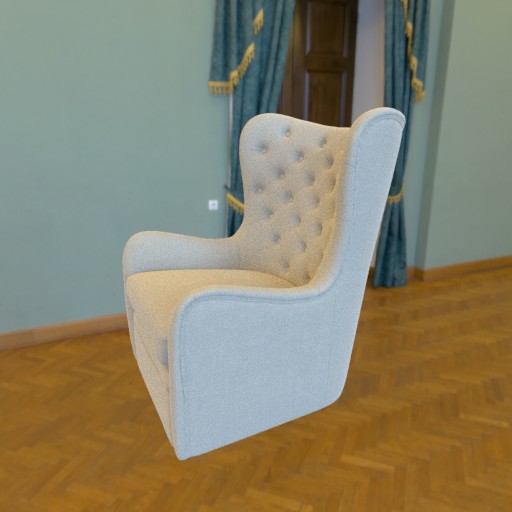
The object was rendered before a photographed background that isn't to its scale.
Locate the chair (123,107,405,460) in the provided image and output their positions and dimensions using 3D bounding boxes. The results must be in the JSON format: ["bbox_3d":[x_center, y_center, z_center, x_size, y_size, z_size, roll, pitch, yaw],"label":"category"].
[{"bbox_3d":[0.000,0.000,1.724,0.929,1.079,0.831,-8,18,-24],"label":"chair"}]
